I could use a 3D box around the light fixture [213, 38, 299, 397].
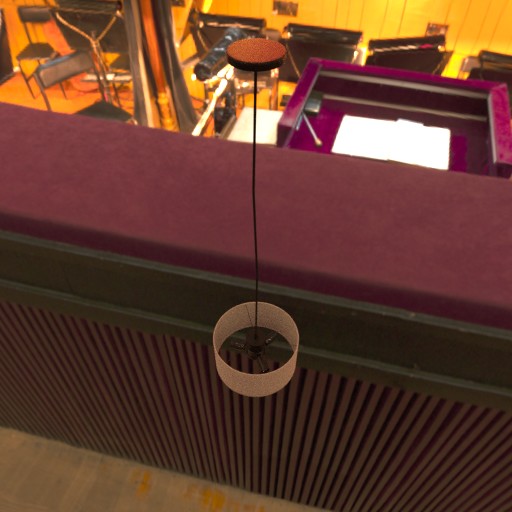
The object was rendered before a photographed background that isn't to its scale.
[{"bbox_3d":[0.000,0.000,1.668,0.399,1.516,0.399,0,47,0],"label":"light fixture"}]
